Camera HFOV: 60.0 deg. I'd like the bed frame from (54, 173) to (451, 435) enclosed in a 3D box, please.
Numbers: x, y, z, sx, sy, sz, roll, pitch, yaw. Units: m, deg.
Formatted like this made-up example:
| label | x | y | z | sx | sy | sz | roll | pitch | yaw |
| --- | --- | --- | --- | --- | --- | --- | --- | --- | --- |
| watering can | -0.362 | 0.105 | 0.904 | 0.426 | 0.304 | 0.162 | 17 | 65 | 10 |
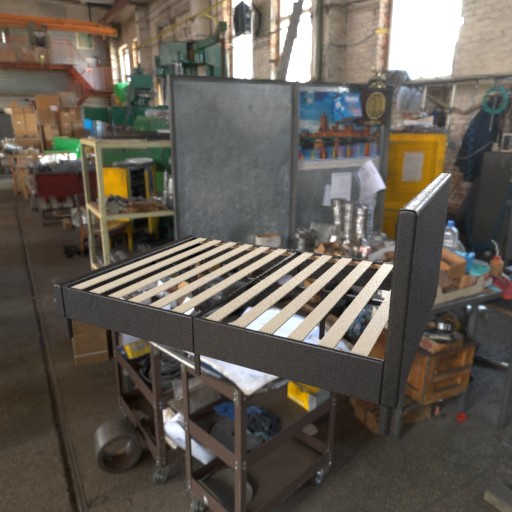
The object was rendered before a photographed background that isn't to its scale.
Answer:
| label | x | y | z | sx | sy | sz | roll | pitch | yaw |
| --- | --- | --- | --- | --- | --- | --- | --- | --- | --- |
| bed frame | 0.000 | 0.000 | 2.930 | 2.152 | 1.046 | 1.469 | 8 | 19 | 26 |
